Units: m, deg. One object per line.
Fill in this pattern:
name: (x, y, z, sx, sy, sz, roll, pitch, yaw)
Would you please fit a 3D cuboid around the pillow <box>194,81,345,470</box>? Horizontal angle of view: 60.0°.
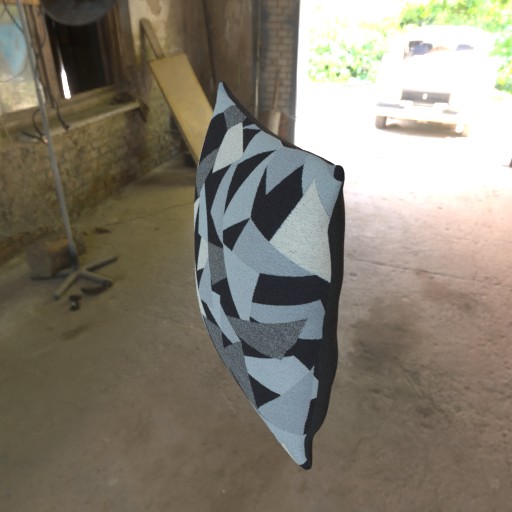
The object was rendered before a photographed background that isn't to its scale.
pillow: (0.000, 0.000, 0.762, 0.208, 0.496, 0.503, -9, 32, -15)
